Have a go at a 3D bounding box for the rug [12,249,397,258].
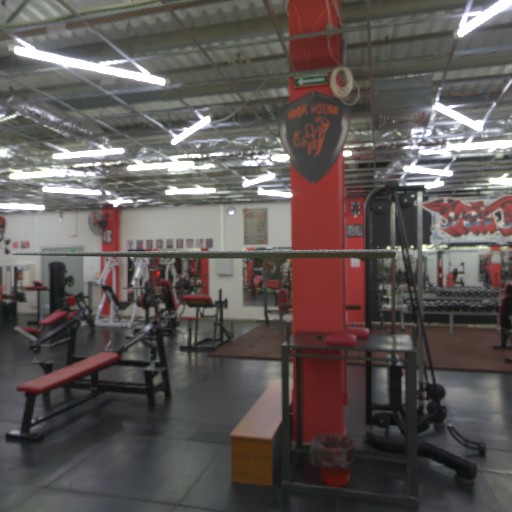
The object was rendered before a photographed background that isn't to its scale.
[{"bbox_3d":[0.000,0.000,4.074,2.447,0.017,3.123,0,-1,17],"label":"rug"}]
